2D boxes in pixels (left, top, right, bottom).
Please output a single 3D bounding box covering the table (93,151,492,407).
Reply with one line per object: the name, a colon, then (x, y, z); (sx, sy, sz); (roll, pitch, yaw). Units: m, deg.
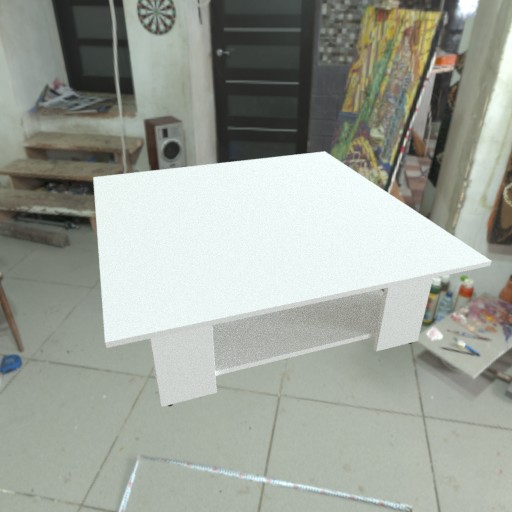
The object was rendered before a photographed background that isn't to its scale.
table: (0.000, 0.000, 1.377); (0.890, 0.305, 0.890); (-10, 32, -16)
